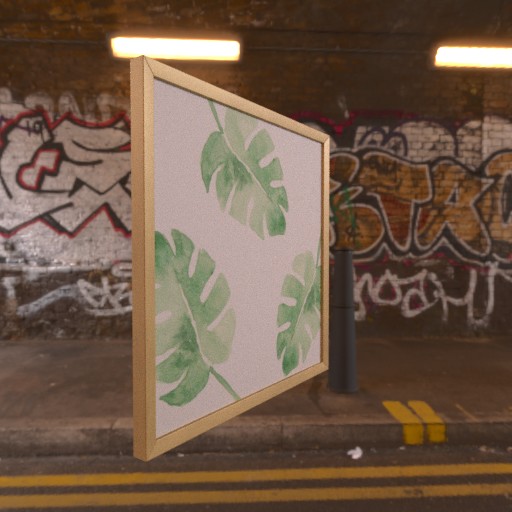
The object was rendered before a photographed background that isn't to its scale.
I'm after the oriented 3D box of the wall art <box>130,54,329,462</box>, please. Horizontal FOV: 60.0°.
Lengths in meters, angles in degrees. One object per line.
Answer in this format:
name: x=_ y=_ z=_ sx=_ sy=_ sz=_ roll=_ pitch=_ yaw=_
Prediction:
wall art: x=0.000 y=0.000 z=1.148 sx=0.037 sy=0.763 sz=0.763 roll=1 pitch=2 yaw=36
